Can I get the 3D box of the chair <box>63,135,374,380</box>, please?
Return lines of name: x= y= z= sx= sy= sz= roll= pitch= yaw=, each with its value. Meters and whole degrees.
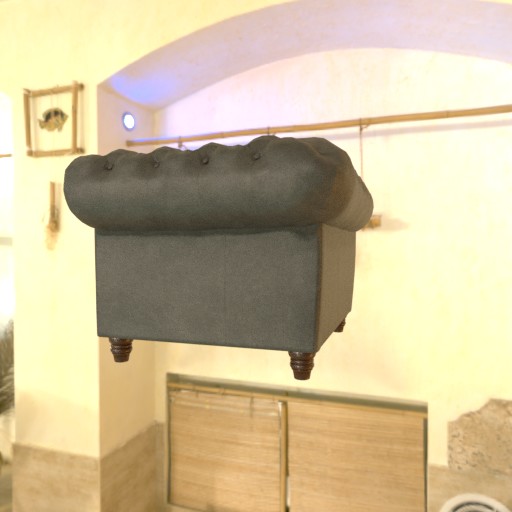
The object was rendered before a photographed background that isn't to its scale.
chair: x=0.000 y=0.000 z=1.929 sx=0.943 sy=0.780 sz=1.298 roll=0 pitch=1 yaw=18
